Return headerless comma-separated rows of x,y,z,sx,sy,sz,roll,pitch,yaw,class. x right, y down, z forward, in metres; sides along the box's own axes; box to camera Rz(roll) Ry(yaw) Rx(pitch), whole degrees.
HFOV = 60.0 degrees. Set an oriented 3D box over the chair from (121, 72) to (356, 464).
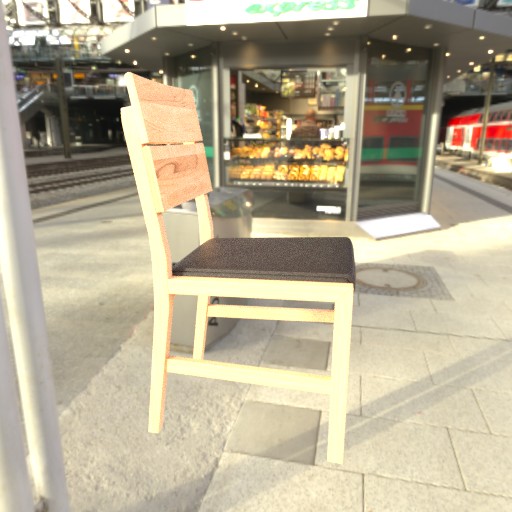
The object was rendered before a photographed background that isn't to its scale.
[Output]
0.000,0.000,1.284,0.560,0.950,0.475,3,16,10,chair
